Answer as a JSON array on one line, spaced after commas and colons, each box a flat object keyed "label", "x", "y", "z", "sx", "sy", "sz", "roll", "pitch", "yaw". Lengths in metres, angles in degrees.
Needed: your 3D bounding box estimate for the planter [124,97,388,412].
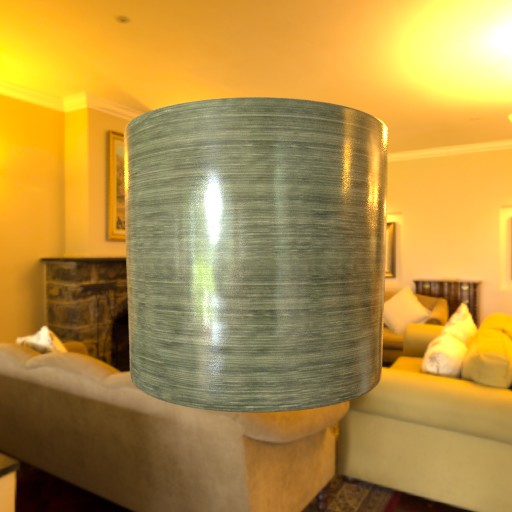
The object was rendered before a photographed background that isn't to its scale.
[{"label": "planter", "x": 0.000, "y": 0.000, "z": 0.388, "sx": 0.221, "sy": 0.201, "sz": 0.221, "roll": 0, "pitch": 1, "yaw": 0}]
